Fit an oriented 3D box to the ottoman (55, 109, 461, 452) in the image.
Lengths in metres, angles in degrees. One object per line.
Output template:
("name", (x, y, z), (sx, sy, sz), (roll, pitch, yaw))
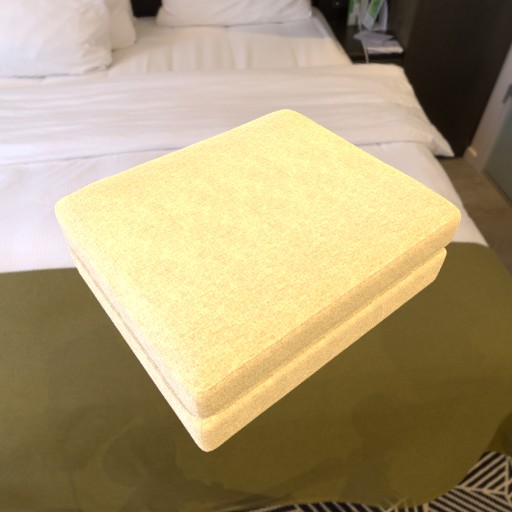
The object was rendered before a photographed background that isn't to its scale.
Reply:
("ottoman", (0.000, 0.000, 1.252), (0.821, 0.474, 0.693), (-30, 53, -25))
